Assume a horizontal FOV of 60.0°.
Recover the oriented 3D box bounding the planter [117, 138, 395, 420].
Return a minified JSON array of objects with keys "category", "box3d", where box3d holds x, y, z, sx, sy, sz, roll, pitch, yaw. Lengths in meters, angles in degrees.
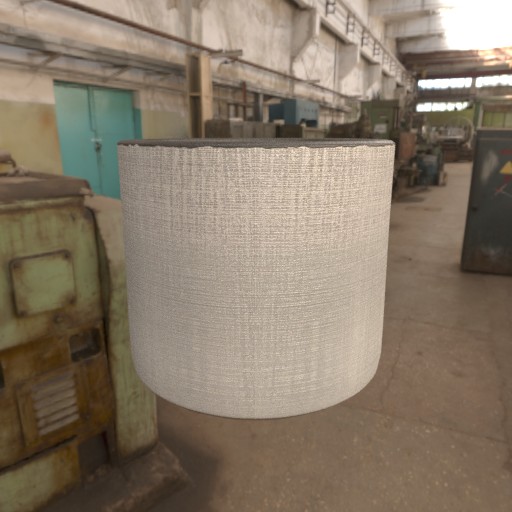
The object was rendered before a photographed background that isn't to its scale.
[{"category":"planter","box3d":[0.000,0.000,0.219,0.125,0.112,0.125,0,15,0]}]
